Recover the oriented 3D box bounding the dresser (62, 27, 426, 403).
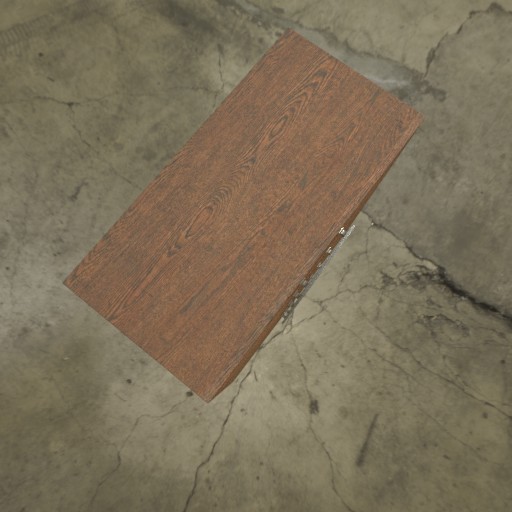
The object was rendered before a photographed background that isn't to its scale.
[{"bbox_3d":[0.000,0.000,1.823,0.508,1.321,0.965,37,79,8],"label":"dresser"}]
